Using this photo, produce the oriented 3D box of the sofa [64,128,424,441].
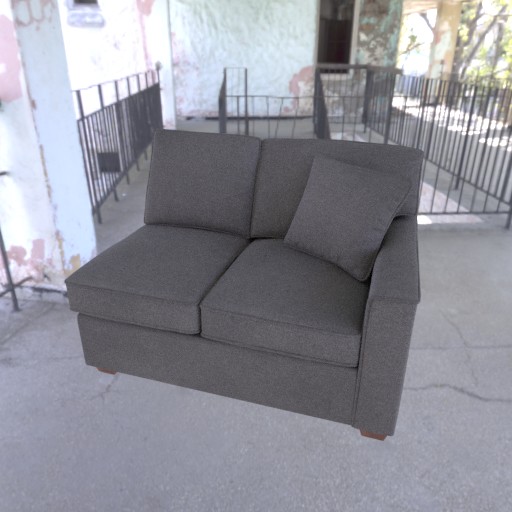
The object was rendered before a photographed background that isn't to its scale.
[{"bbox_3d":[0.000,0.000,2.039,1.388,0.989,0.991,8,26,17],"label":"sofa"}]
